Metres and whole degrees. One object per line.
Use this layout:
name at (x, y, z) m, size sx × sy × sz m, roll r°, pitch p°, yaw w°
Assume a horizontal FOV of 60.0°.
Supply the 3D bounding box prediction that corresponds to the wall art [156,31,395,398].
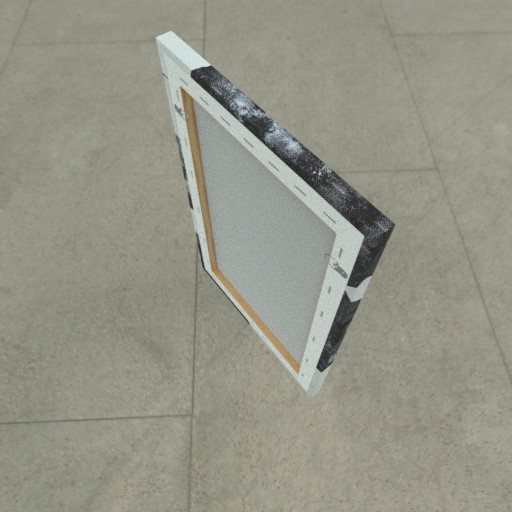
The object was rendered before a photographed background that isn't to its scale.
wall art at (0.000, 0.000, 1.152) m, size 0.041 × 0.915 × 0.610 m, roll -33°, pitch 64°, yaw -19°
